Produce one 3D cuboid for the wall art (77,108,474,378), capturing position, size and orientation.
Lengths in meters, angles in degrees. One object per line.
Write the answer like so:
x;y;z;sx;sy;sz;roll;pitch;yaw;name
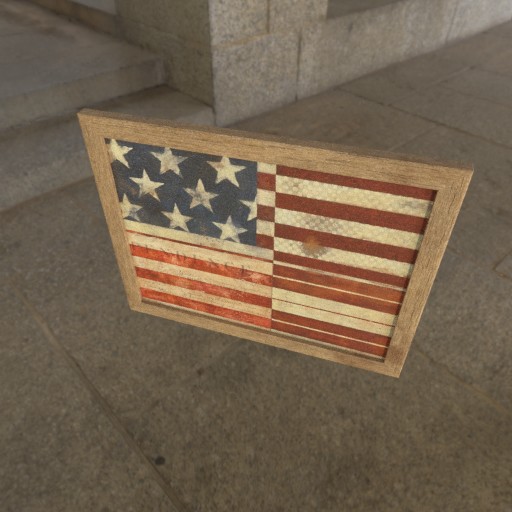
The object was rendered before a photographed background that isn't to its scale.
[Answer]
0.000;0.000;0.924;0.690;0.535;0.026;12;42;13;wall art
